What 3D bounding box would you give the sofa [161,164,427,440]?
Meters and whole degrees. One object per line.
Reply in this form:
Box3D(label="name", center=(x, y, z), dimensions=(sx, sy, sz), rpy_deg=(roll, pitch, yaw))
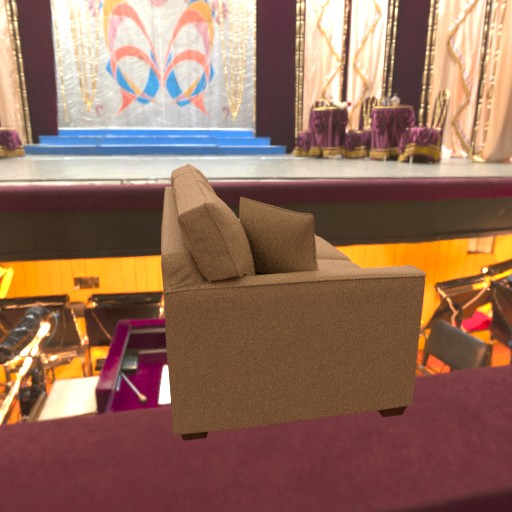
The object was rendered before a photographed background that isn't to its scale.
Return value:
Box3D(label="sofa", center=(0.000, 0.000, 2.579), dimensions=(1.034, 0.946, 1.962), rpy_deg=(-3, 16, -10))
